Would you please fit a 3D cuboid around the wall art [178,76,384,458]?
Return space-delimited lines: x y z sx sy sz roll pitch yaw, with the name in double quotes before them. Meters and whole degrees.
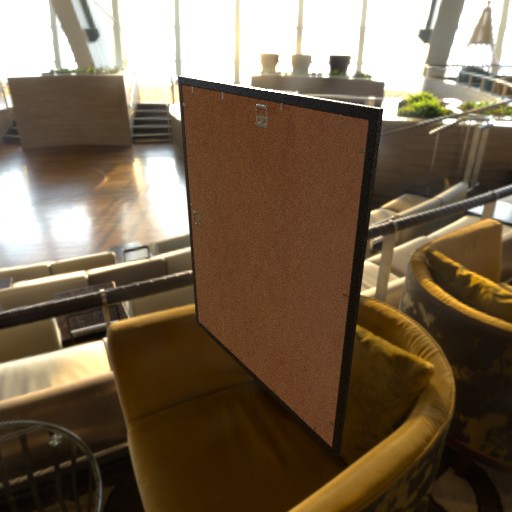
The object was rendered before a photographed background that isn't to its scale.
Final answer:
"wall art" 0.000 0.000 0.925 0.018 0.660 0.559 -18 32 -32
